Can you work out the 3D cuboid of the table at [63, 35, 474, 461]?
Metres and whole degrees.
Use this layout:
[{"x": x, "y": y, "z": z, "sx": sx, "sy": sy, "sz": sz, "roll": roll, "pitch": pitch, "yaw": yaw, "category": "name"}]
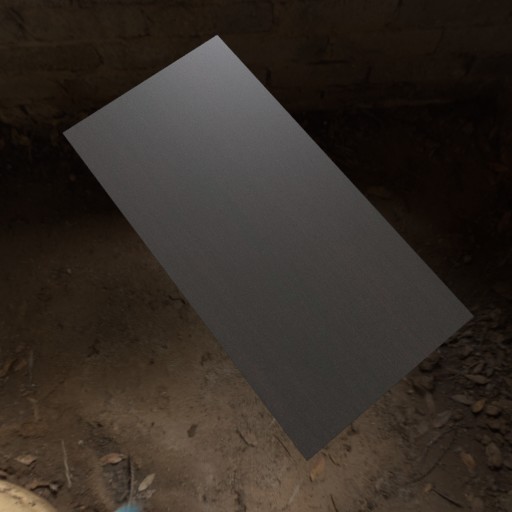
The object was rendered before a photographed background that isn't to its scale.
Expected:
[{"x": 0.000, "y": 0.000, "z": 1.401, "sx": 0.499, "sy": 0.660, "sz": 0.991, "roll": -37, "pitch": 77, "yaw": -10, "category": "table"}]
